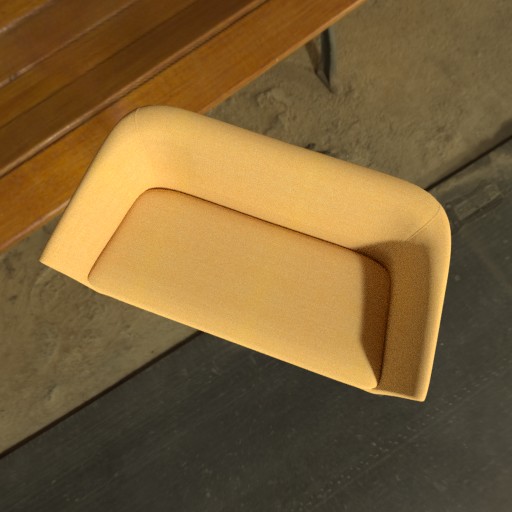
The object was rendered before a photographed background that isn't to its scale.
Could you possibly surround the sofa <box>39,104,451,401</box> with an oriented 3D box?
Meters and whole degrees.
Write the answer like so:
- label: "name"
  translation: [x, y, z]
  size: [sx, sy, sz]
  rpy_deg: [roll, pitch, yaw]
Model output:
- label: "sofa"
  translation: [0.000, 0.000, 1.844]
  size: [1.452, 0.721, 0.705]
  rpy_deg: [19, 75, 5]
